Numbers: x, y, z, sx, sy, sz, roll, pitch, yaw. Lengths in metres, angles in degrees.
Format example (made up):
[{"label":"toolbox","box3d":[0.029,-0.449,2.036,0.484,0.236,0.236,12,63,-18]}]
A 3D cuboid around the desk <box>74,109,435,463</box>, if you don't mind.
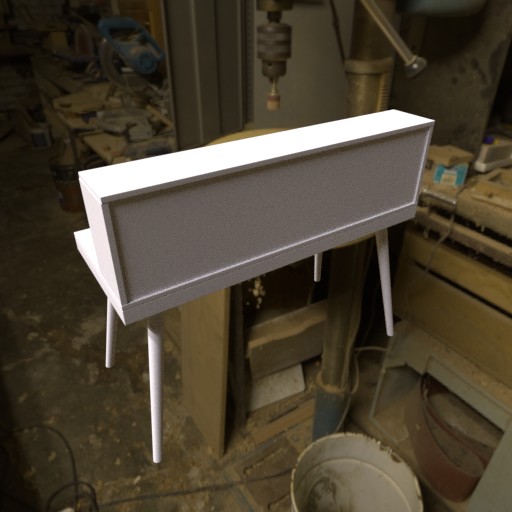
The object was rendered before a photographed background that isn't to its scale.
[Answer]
[{"label":"desk","box3d":[0.000,0.000,1.742,1.199,0.990,0.559,-19,37,-28]}]
